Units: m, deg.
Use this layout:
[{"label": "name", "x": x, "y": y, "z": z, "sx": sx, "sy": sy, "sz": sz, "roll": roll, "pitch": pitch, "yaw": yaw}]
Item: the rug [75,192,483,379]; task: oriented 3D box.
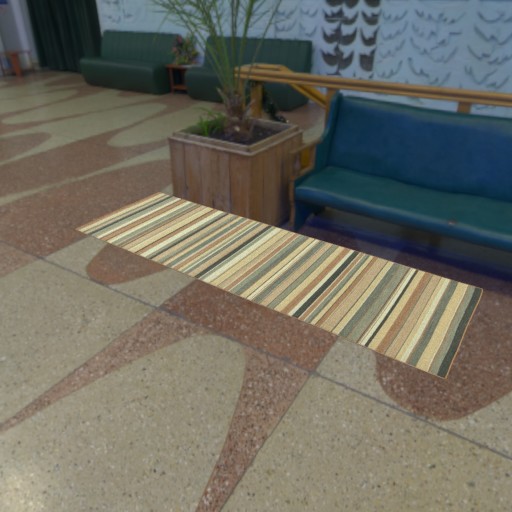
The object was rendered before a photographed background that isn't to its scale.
[{"label": "rug", "x": 0.000, "y": 0.000, "z": 2.707, "sx": 2.444, "sy": 0.010, "sz": 0.799, "roll": 19, "pitch": 35, "yaw": 29}]
